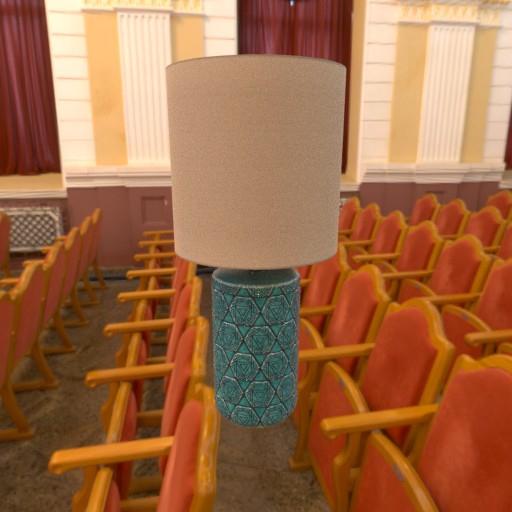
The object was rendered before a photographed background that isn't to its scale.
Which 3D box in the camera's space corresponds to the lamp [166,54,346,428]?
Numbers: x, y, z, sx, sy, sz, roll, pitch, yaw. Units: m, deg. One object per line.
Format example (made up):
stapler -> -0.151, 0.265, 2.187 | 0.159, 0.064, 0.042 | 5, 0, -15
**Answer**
lamp -> 0.000, 0.000, 0.769 | 0.278, 0.597, 0.278 | -2, 15, -8
